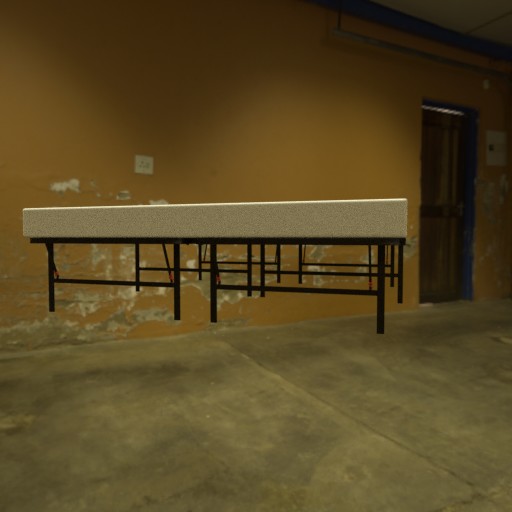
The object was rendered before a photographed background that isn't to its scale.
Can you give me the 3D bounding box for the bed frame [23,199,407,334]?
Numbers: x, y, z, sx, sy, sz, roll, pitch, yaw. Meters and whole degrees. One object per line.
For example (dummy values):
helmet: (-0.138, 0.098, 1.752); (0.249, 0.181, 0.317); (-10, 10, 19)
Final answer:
bed frame: (0.000, 0.000, 3.015); (1.930, 0.559, 2.032); (1, 3, 18)
